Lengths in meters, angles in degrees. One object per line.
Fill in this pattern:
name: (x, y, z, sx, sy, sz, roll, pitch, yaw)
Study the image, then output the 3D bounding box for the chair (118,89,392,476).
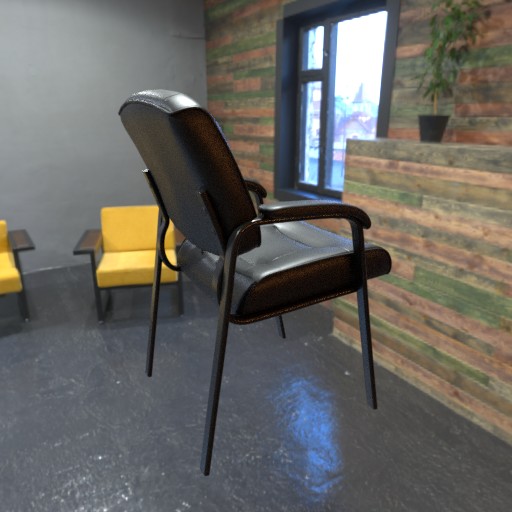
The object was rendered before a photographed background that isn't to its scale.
chair: (0.000, 0.000, 1.316, 0.668, 0.910, 0.591, -9, 20, -28)
